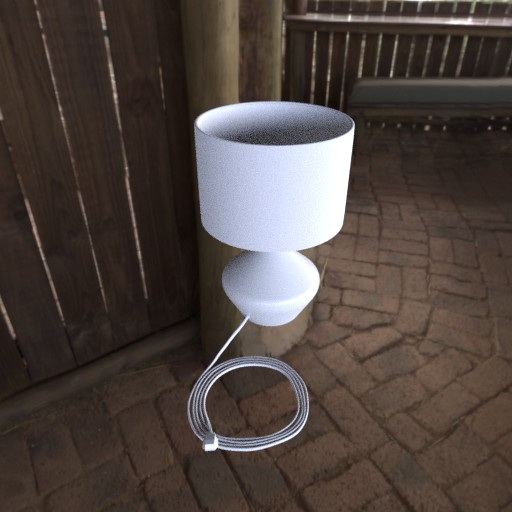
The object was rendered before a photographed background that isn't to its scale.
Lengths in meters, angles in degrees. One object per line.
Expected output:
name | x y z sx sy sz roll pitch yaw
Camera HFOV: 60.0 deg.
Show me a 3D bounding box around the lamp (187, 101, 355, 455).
lamp | 0.000 0.000 0.866 0.401 0.457 0.546 22 38 31
